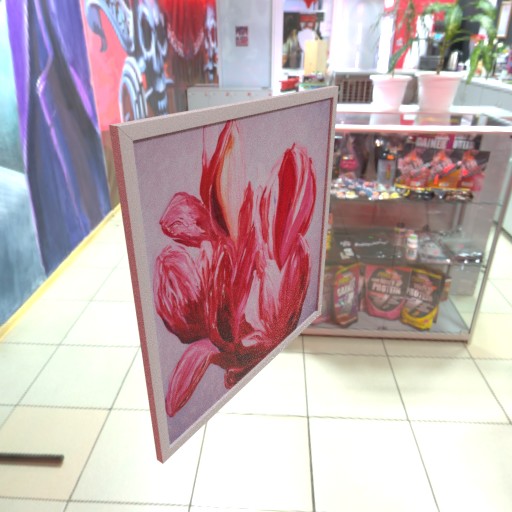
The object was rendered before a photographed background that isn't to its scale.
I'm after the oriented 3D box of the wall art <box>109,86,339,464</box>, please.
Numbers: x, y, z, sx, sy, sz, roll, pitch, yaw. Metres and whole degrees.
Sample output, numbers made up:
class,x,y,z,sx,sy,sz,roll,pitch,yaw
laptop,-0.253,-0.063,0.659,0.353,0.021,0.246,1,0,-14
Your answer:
class,x,y,z,sx,sy,sz,roll,pitch,yaw
wall art,0.000,0.000,1.201,0.022,0.803,0.805,18,31,32
